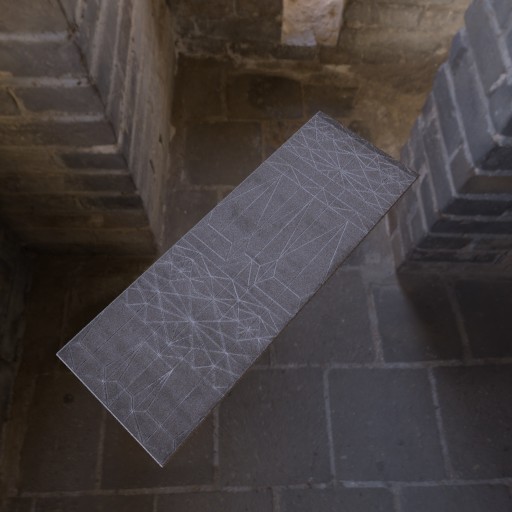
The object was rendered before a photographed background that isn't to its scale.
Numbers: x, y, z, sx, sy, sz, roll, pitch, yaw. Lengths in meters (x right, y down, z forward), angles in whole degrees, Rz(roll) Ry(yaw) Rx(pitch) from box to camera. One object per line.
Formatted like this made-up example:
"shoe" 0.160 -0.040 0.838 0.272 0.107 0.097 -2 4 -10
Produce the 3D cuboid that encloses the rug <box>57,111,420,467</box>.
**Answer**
"rug" 0.000 0.000 2.737 0.864 0.012 2.388 39 70 17
